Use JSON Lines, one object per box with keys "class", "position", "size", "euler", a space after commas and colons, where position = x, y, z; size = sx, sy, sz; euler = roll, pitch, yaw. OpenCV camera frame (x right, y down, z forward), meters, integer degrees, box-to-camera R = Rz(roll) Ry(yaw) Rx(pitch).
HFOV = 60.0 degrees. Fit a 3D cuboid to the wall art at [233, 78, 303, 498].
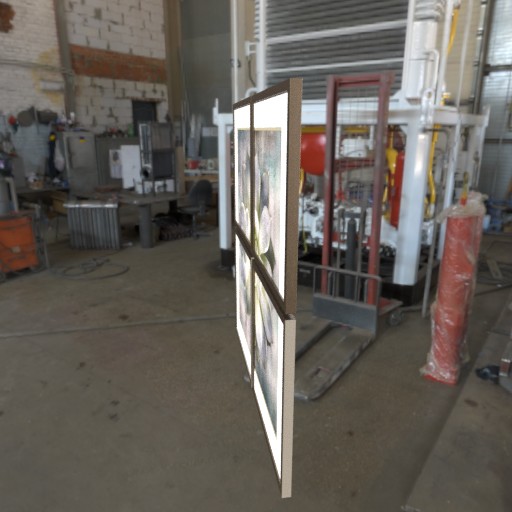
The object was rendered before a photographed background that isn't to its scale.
{"class": "wall art", "position": [0.000, 0.000, 1.514], "size": [0.030, 1.032, 1.032], "euler": [-3, 16, -9]}
